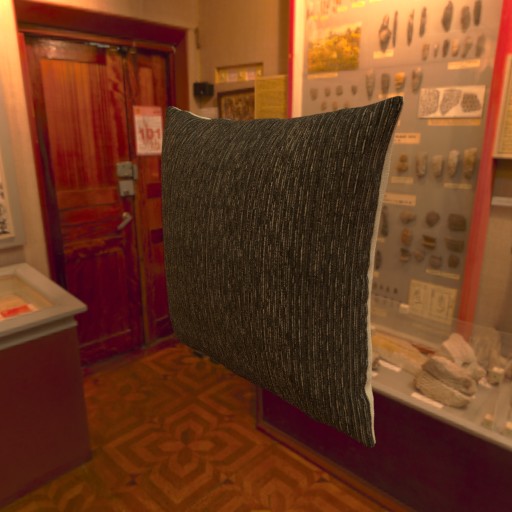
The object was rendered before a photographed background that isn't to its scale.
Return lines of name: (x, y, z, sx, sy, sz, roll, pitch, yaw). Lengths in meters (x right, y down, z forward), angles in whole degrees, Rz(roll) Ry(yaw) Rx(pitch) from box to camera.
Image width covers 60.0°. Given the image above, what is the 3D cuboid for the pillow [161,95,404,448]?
pillow: (0.000, 0.000, 0.659, 0.196, 0.434, 0.433, -16, 22, -42)
